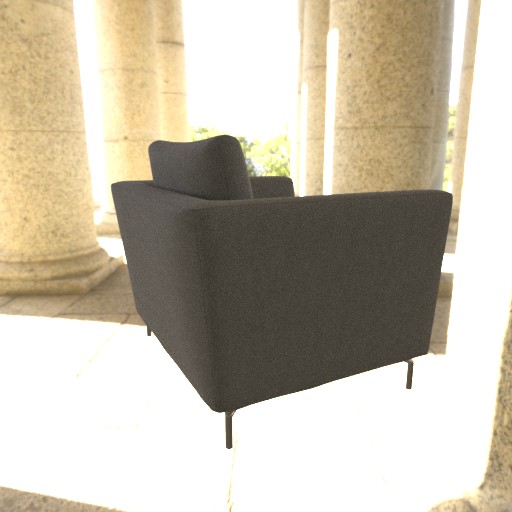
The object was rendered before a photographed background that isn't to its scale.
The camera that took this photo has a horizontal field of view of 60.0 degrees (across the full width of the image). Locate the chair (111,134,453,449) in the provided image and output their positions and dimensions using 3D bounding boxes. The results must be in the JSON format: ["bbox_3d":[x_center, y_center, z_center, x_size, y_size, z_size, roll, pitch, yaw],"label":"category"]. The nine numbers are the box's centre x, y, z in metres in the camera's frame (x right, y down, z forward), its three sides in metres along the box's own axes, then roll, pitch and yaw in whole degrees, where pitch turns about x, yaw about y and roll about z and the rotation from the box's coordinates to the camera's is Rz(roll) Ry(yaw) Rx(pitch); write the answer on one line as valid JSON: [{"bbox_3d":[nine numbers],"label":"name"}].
[{"bbox_3d":[0.000,0.000,1.691,0.889,0.864,1.041,-7,15,-27],"label":"chair"}]
